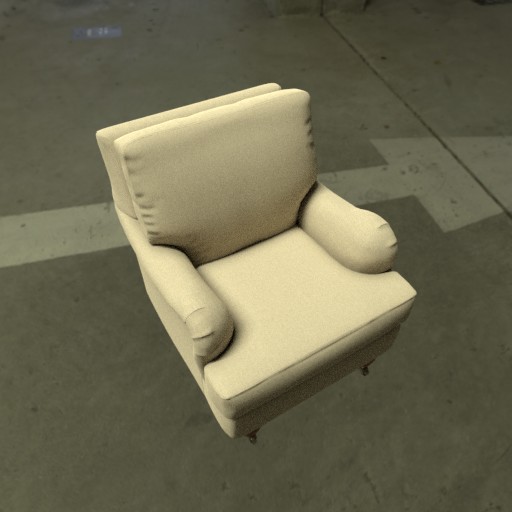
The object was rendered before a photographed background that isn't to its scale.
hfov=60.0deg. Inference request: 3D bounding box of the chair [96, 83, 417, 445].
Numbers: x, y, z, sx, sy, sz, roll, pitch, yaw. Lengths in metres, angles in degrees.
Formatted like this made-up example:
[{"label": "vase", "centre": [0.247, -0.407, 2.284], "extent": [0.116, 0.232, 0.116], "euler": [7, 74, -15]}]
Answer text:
[{"label": "chair", "centre": [0.000, 0.000, 1.871], "extent": [0.895, 1.076, 1.078], "euler": [-23, 50, -21]}]
